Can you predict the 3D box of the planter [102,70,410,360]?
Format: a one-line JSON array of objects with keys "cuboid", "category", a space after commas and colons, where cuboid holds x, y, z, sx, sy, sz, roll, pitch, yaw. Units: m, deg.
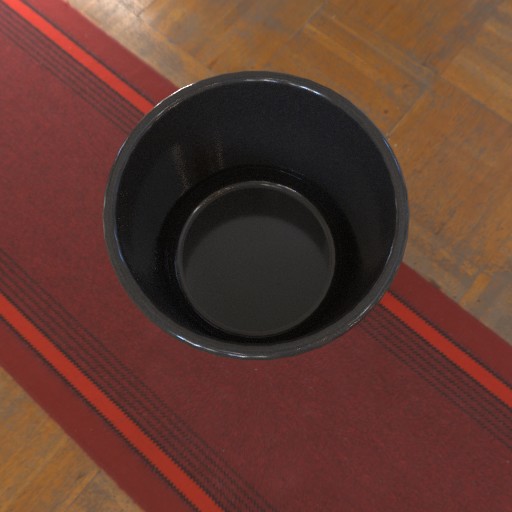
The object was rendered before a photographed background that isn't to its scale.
[{"cuboid": [0.000, 0.000, 0.530, 0.251, 0.355, 0.251, -5, 76, -1], "category": "planter"}]
